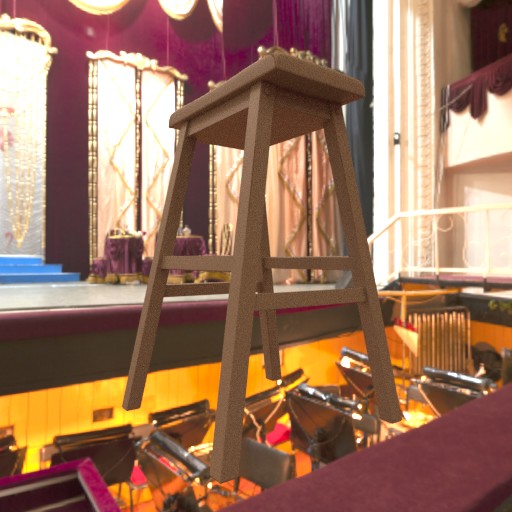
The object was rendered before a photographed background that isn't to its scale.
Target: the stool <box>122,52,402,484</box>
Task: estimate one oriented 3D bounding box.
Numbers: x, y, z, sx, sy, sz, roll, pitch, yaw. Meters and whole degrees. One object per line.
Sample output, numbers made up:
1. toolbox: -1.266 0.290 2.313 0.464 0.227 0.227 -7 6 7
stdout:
1. stool: 0.000 0.000 1.037 0.476 0.737 0.457 0 -1 -36
